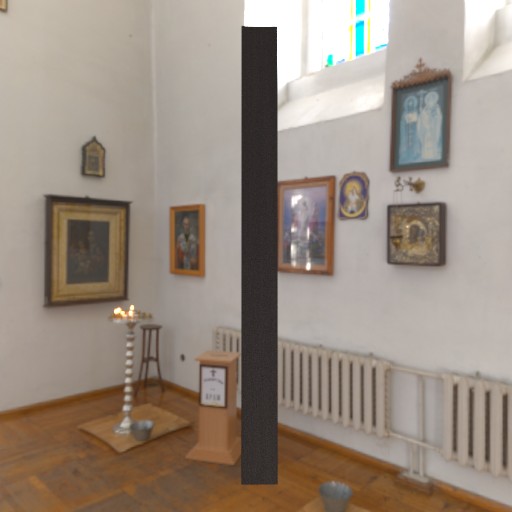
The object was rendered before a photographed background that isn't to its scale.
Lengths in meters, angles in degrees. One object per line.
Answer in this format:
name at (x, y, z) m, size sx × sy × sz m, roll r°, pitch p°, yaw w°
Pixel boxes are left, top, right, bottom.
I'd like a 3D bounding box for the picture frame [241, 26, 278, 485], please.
picture frame at (0.000, 0.000, 0.763) m, size 0.044 × 0.555 × 0.452 m, roll 0°, pitch -1°, yaw -1°
